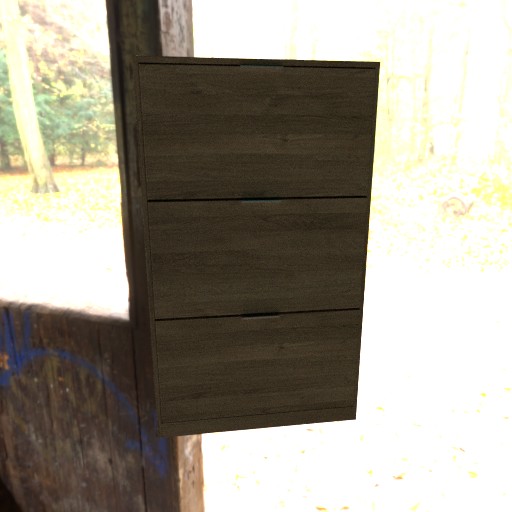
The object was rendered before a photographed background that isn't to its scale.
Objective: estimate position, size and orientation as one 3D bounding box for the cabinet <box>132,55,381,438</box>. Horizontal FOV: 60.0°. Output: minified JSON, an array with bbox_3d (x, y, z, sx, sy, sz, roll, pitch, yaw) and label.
[{"bbox_3d":[0.000,0.000,1.596,0.750,1.280,0.250,-2,15,-8],"label":"cabinet"}]
